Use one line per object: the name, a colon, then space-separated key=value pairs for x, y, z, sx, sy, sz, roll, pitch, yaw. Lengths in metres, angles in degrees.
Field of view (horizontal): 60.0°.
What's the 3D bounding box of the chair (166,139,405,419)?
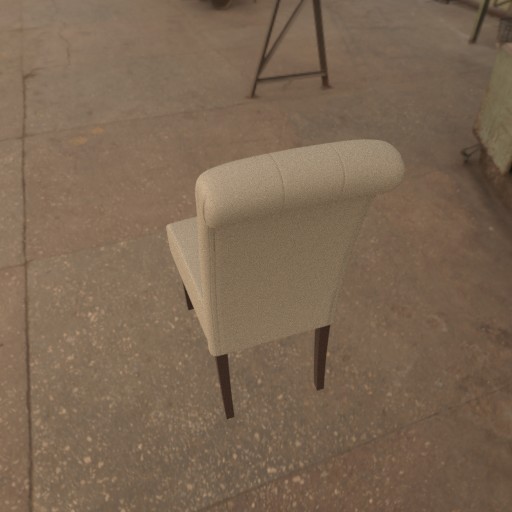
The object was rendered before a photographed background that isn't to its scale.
chair: x=0.000 y=0.000 z=1.357 sx=0.456 sy=1.006 sz=0.671 roll=-13 pitch=44 yaw=-14
